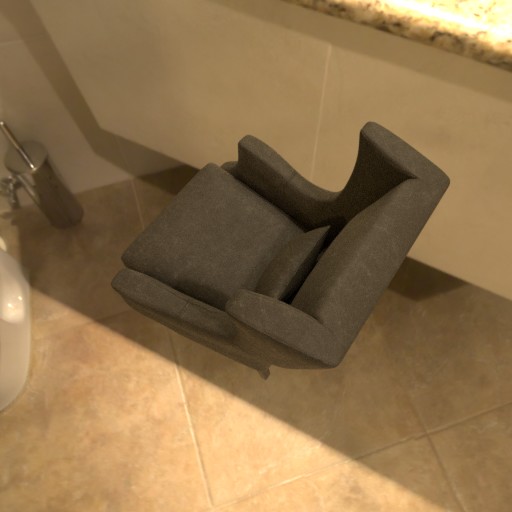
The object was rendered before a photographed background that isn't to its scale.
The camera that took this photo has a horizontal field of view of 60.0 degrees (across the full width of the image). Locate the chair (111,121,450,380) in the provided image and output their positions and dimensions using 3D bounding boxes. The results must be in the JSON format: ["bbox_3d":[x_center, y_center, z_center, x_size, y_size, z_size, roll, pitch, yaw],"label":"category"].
[{"bbox_3d":[0.000,0.000,1.701,0.926,1.016,0.853,32,67,15],"label":"chair"}]
